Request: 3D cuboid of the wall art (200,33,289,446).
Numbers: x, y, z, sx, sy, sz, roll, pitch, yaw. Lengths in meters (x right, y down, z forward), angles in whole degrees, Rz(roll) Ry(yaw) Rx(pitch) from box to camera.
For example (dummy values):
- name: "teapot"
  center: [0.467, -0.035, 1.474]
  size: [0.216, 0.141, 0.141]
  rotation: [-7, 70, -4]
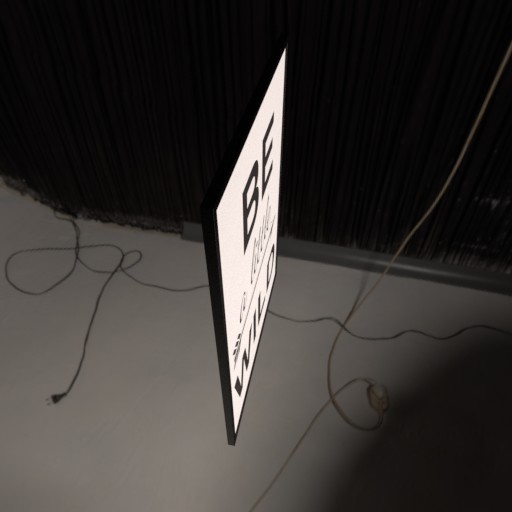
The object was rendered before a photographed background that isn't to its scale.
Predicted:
- name: "wall art"
  center: [0.000, 0.000, 0.775]
  size: [0.013, 0.582, 0.442]
  rotation: [9, 47, 8]
